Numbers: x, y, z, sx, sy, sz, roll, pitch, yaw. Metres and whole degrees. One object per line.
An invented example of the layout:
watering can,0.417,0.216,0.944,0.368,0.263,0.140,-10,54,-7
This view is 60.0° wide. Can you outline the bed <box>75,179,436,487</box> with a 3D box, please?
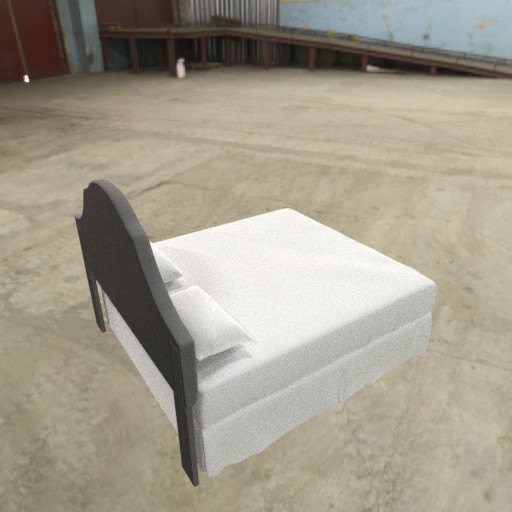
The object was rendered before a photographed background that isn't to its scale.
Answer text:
bed,0.000,0.000,3.527,2.214,1.615,2.008,-18,33,-30
